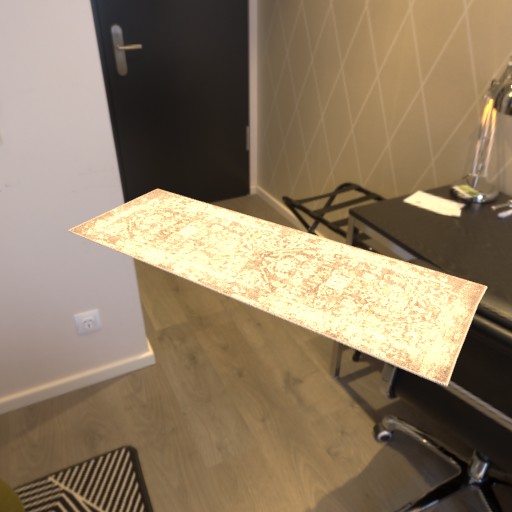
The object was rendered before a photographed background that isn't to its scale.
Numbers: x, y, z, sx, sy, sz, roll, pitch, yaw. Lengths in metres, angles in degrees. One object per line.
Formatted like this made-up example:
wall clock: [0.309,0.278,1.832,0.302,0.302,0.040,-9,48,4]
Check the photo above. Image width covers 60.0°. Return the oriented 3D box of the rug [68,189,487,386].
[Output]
rug: [0.000,0.000,2.679,2.452,0.017,0.855,19,36,28]
